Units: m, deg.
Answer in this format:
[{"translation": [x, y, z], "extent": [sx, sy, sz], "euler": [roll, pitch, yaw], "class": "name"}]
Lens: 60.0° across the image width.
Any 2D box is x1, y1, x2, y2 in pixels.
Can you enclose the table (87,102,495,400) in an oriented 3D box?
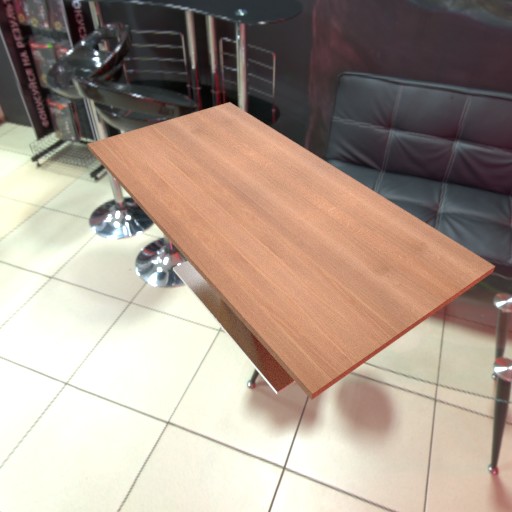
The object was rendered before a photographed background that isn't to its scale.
[{"translation": [0.000, 0.000, 2.246], "extent": [0.900, 0.750, 1.800], "euler": [-26, 48, -26], "class": "table"}]
